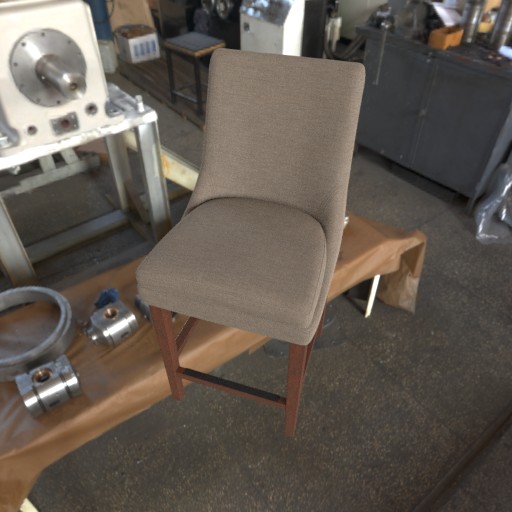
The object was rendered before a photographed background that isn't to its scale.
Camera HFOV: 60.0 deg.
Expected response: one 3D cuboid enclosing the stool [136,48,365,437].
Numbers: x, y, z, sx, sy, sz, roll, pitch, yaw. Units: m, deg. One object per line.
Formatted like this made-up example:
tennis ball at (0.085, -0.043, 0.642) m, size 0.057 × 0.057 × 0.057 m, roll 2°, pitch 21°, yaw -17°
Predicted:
stool at (0.000, 0.000, 1.303) m, size 0.470 × 0.981 × 0.577 m, roll 13°, pitch 43°, yaw 14°
